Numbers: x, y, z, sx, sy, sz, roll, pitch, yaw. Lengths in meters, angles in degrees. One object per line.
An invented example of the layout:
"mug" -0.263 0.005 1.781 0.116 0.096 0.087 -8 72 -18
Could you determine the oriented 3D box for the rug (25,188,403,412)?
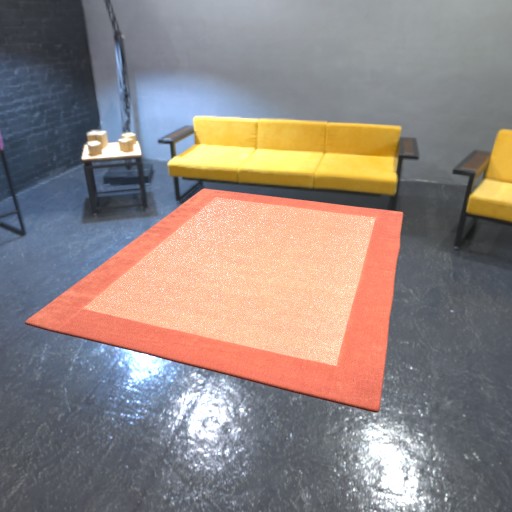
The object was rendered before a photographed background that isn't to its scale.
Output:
"rug" 0.000 0.000 3.980 2.430 0.018 2.976 9 29 17
